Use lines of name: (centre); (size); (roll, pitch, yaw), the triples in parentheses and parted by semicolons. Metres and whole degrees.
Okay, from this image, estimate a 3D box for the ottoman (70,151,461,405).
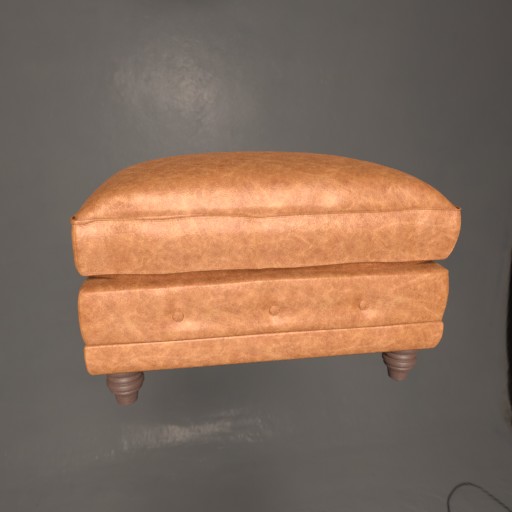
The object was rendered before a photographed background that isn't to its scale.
ottoman: (0.000, 0.000, 1.055); (0.710, 0.480, 0.533); (-3, 17, -9)
